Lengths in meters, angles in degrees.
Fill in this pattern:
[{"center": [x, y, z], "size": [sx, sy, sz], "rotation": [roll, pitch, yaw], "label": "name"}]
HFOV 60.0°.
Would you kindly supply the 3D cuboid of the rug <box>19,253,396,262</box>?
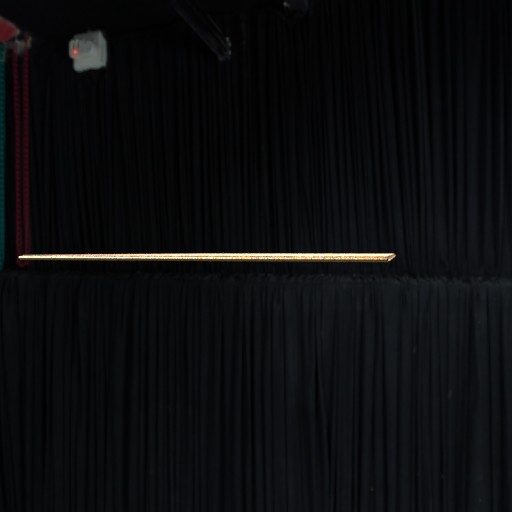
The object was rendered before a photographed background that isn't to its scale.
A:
[{"center": [0.000, 0.000, 4.098], "size": [2.435, 0.031, 3.040], "rotation": [0, 1, 18], "label": "rug"}]
